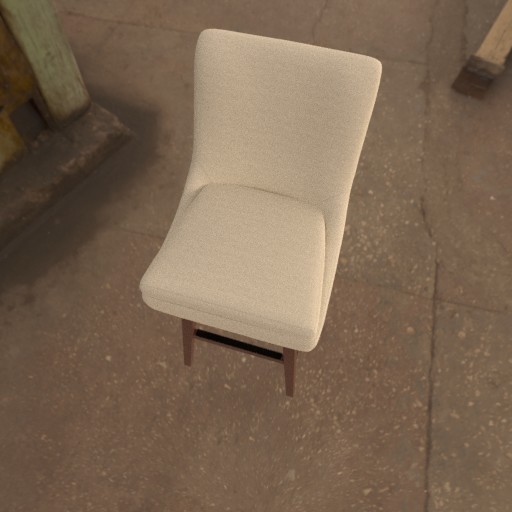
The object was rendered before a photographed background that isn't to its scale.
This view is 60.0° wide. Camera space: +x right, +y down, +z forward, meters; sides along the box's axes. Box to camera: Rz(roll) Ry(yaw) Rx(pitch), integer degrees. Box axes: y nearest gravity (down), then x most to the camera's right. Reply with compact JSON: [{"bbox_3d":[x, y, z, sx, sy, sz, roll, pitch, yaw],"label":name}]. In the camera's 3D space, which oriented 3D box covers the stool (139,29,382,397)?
[{"bbox_3d":[0.000,0.000,1.357,0.483,1.093,0.559,14,60,8],"label":"stool"}]
